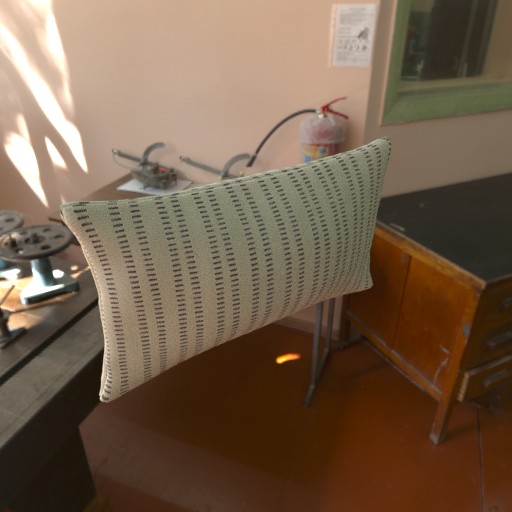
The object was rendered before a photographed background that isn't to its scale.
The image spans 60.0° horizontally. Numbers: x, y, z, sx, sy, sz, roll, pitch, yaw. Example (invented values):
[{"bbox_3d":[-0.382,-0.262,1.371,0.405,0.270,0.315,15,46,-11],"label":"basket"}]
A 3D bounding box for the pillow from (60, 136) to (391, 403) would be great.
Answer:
[{"bbox_3d":[0.000,0.000,0.817,0.640,0.353,0.210,-18,34,-29],"label":"pillow"}]
